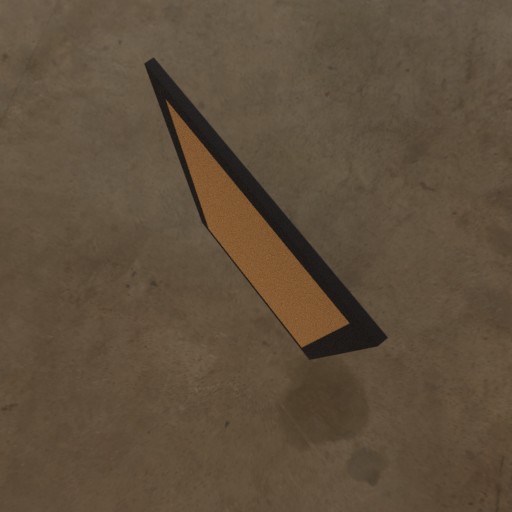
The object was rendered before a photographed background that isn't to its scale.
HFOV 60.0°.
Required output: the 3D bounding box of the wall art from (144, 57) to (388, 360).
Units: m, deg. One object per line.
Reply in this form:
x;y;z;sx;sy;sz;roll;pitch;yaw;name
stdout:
0.000;0.000;0.701;0.013;0.534;0.380;-37;78;-9;wall art
